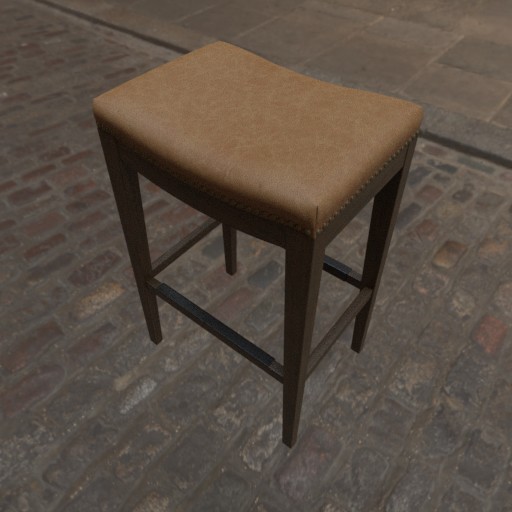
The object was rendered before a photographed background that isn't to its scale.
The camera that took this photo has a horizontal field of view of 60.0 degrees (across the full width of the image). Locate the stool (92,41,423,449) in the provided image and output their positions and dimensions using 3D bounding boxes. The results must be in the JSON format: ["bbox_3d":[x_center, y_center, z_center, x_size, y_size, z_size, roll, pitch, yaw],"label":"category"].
[{"bbox_3d":[0.000,0.000,1.013,0.500,0.759,0.361,30,53,25],"label":"stool"}]
